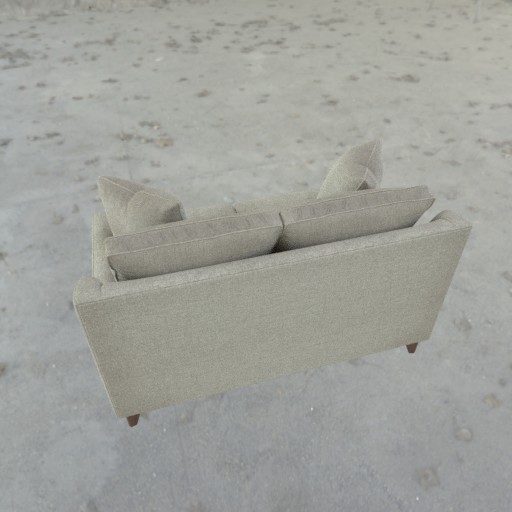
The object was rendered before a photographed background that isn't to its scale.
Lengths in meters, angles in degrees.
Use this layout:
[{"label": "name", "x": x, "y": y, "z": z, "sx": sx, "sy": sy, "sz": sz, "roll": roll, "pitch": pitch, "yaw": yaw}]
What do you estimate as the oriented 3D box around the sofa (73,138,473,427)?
[{"label": "sofa", "x": 0.000, "y": 0.000, "z": 2.021, "sx": 1.422, "sy": 0.863, "sz": 0.915, "roll": -11, "pitch": 41, "yaw": -13}]
